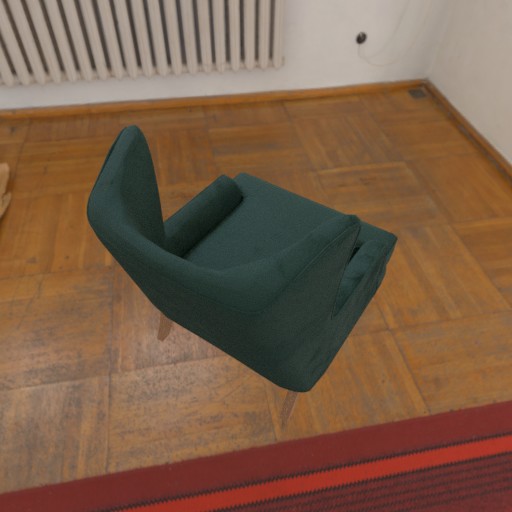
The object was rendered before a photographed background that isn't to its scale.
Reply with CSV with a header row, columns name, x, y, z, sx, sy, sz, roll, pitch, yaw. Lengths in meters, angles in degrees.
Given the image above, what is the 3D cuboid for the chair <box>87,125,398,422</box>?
name,x,y,z,sx,sy,sz,roll,pitch,yaw
chair,0.000,0.000,1.632,0.793,0.952,0.910,26,52,23
